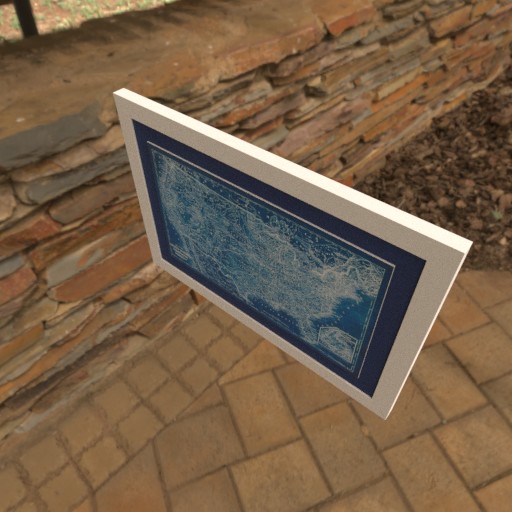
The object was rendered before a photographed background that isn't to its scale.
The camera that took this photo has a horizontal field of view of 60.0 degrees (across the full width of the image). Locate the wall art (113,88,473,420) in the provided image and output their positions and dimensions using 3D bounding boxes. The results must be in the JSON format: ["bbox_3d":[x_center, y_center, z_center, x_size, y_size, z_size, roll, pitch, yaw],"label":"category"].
[{"bbox_3d":[0.000,0.000,1.666,1.308,0.902,0.051,30,53,26],"label":"wall art"}]
